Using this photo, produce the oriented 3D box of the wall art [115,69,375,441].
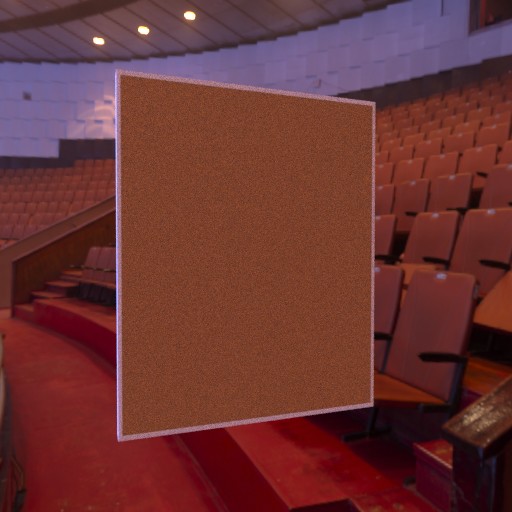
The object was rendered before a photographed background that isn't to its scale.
[{"bbox_3d":[0.000,0.000,0.739,0.443,0.549,0.030,0,1,-19],"label":"wall art"}]
